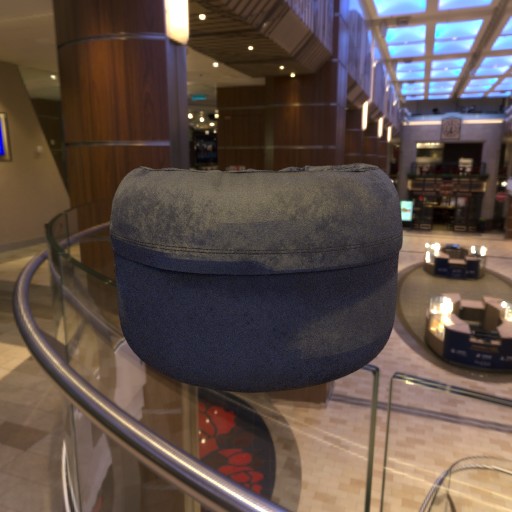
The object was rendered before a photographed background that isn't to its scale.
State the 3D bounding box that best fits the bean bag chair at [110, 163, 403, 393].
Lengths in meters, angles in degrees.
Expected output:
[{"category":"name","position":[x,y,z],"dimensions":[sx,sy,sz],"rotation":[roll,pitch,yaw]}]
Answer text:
[{"category":"bean bag chair","position":[0.000,0.000,1.481],"dimensions":[0.918,0.605,0.918],"rotation":[0,12,0]}]
